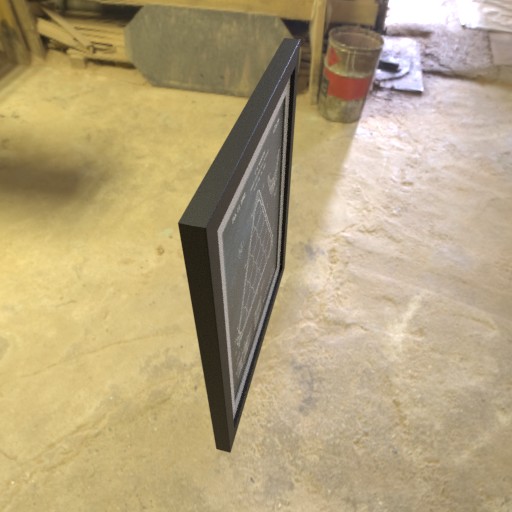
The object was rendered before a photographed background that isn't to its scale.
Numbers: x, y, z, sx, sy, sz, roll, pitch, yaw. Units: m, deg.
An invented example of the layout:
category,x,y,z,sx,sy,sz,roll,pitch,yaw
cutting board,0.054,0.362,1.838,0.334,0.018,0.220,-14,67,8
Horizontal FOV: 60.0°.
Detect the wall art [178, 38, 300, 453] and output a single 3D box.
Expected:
category,x,y,z,sx,sy,sz,roll,pitch,yaw
wall art,0.000,0.000,0.705,0.025,0.508,0.432,11,47,10
